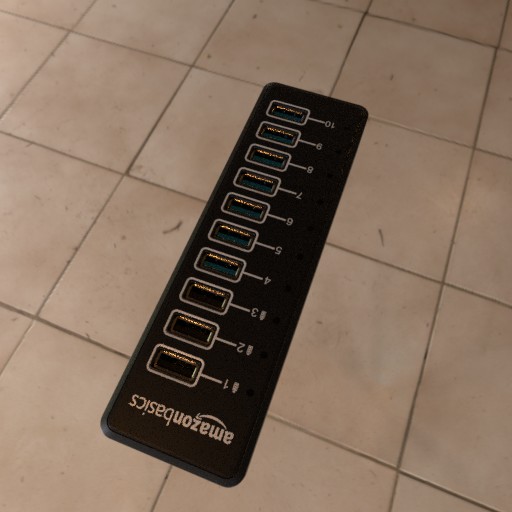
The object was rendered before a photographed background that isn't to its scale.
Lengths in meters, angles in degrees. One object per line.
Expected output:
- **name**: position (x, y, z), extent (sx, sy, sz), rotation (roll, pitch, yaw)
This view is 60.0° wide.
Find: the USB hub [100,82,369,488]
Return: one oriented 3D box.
- **USB hub**: position (0.000, 0.000, 0.161), extent (0.044, 0.023, 0.145), rotation (19, 66, 9)
